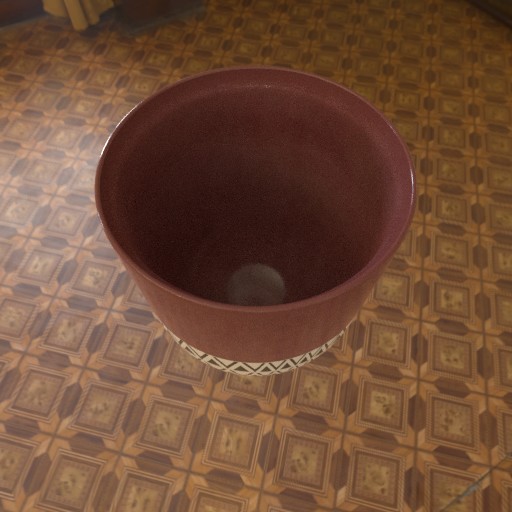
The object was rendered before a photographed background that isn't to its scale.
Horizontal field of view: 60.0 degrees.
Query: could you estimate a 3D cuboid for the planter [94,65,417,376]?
[{"bbox_3d":[0.000,0.000,0.362,0.195,0.214,0.195,0,59,0],"label":"planter"}]
